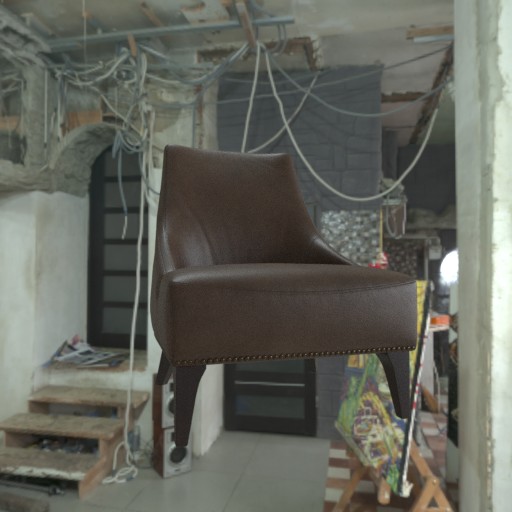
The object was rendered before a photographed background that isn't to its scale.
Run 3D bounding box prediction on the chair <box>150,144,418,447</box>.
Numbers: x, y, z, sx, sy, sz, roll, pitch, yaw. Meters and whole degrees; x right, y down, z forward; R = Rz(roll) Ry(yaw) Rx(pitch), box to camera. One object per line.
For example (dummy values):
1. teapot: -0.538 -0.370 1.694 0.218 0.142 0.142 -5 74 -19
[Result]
1. chair: 0.000 0.000 1.511 0.701 0.909 0.861 0 -1 -18
